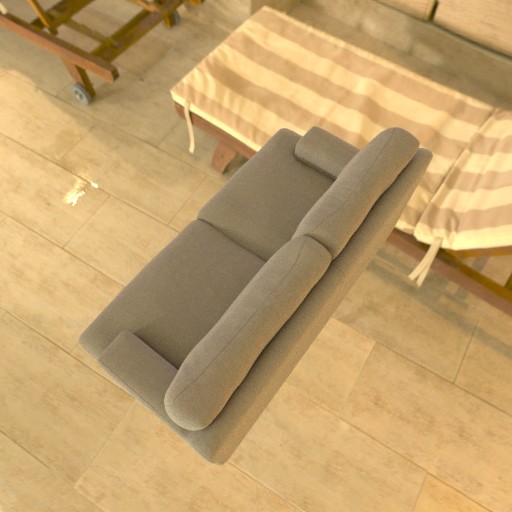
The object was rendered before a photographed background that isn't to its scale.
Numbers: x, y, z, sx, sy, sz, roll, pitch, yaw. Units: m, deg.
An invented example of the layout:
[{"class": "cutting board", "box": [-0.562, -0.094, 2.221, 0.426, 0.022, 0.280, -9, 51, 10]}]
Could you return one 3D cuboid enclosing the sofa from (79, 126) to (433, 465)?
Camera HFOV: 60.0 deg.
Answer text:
[{"class": "sofa", "box": [0.000, 0.000, 2.377, 0.962, 0.980, 1.855, 34, 68, 16]}]
